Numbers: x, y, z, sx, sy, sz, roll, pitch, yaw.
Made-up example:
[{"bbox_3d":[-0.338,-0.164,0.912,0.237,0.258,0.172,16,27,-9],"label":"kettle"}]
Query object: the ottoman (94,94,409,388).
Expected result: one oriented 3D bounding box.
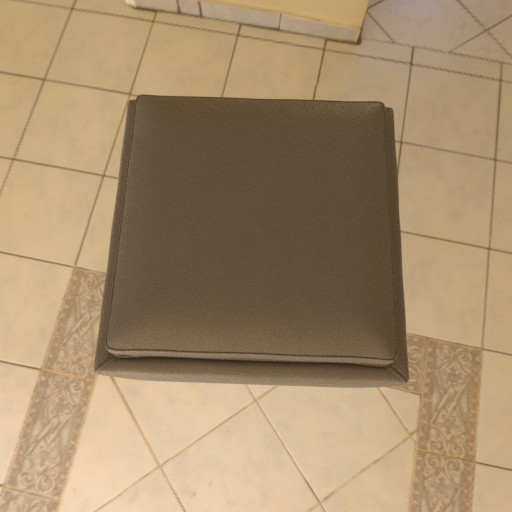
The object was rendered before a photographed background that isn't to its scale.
[{"bbox_3d":[0.000,0.000,0.811,0.450,0.460,0.451,2,74,1],"label":"ottoman"}]
